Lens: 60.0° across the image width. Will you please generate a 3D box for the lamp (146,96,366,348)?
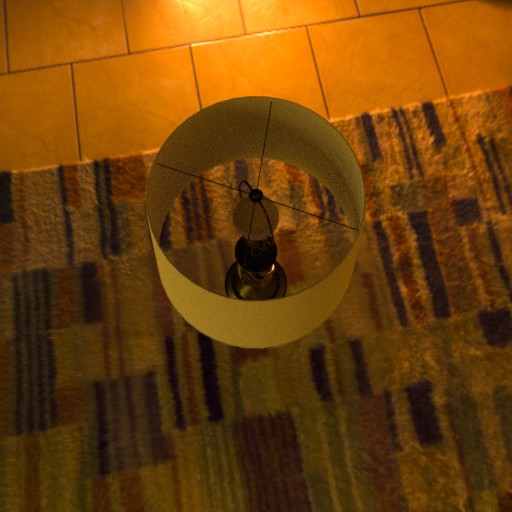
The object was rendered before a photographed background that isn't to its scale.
[{"bbox_3d":[0.000,0.000,0.796,0.331,0.594,0.331,0,76,0],"label":"lamp"}]
